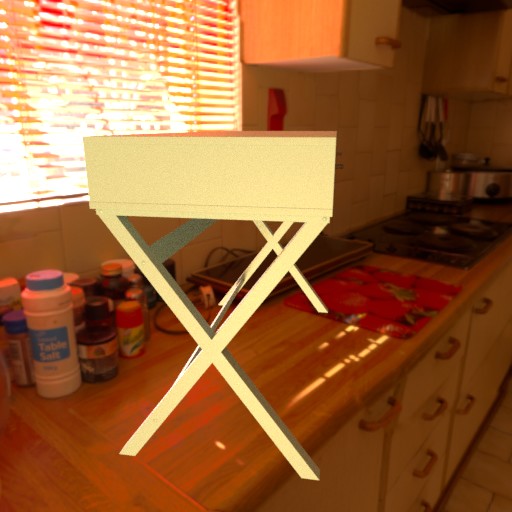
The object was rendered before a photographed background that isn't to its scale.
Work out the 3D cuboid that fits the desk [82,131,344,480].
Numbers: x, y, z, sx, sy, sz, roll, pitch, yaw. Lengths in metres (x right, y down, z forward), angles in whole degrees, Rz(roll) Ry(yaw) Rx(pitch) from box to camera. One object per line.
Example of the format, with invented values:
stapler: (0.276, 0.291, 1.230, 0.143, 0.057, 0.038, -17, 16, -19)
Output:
desk: (0.000, 0.000, 1.457, 0.525, 0.780, 1.057, 3, 17, 10)
